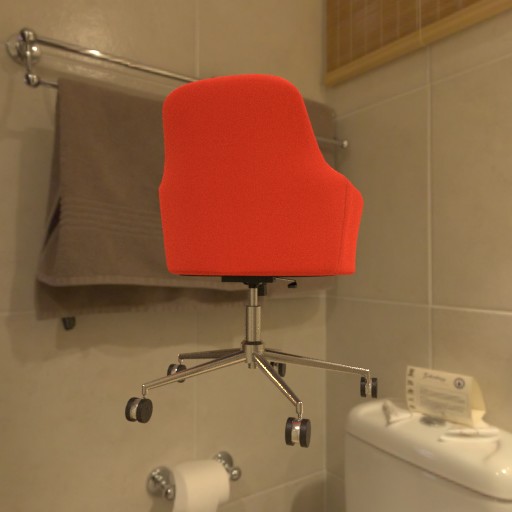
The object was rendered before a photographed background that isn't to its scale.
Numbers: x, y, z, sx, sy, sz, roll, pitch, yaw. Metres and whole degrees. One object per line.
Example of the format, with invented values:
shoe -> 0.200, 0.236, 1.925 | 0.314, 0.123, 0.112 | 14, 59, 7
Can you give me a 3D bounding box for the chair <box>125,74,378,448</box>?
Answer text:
chair -> 0.000, 0.000, 1.271 | 0.655, 0.820, 0.600 | 0, -1, 18
